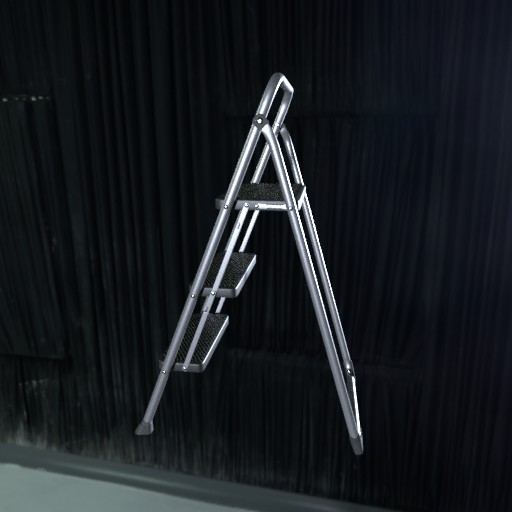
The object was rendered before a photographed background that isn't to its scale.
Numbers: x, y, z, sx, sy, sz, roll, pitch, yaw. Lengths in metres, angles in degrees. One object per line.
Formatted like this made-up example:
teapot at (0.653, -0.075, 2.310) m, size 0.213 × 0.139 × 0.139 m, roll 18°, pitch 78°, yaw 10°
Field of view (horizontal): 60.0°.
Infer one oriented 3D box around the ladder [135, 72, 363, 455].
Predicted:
ladder at (0.000, 0.000, 1.275) m, size 0.629 × 0.945 × 0.430 m, roll 2°, pitch 15°, yaw 8°
